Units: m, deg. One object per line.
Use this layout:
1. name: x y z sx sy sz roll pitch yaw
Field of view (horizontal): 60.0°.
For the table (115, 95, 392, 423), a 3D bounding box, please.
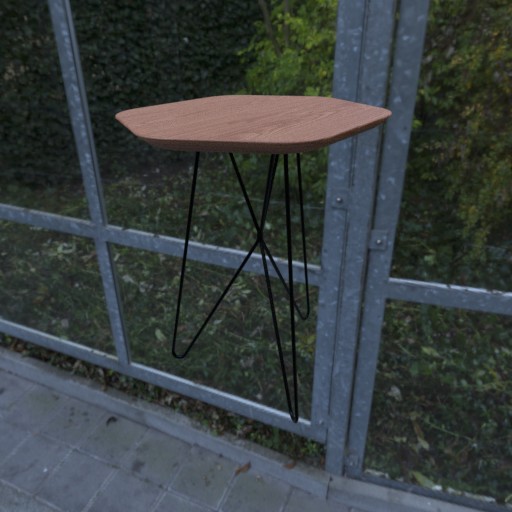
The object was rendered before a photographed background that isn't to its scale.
1. table: 0.000 0.000 0.897 0.400 0.562 0.500 18 32 32
